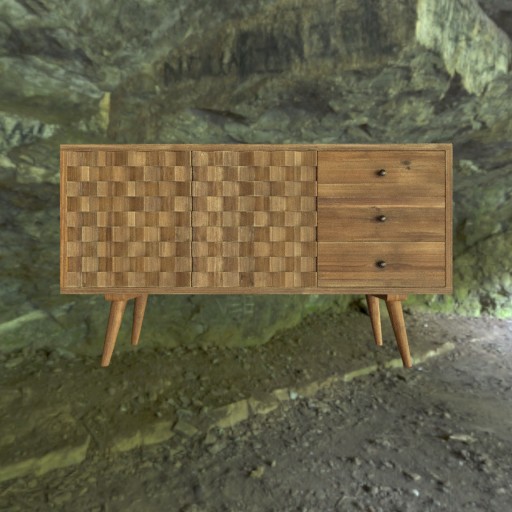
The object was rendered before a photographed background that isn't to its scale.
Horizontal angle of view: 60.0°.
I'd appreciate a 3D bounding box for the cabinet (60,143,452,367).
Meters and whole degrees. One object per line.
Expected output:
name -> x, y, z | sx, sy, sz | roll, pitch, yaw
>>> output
cabinet -> 0.000, 0.000, 1.794 | 1.400, 0.800, 0.472 | 0, 0, 0
